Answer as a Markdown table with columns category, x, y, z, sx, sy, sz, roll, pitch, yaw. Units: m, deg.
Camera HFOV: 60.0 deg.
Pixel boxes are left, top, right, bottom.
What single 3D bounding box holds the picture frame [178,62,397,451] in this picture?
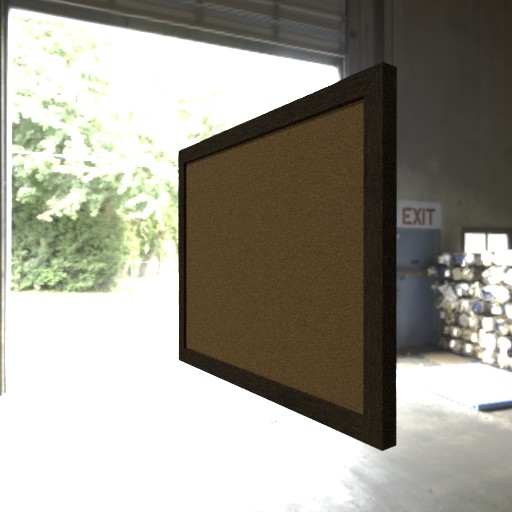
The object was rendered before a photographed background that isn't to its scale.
| category | x | y | z | sx | sy | sz | roll | pitch | yaw |
| --- | --- | --- | --- | --- | --- | --- | --- | --- | --- |
| picture frame | 0.000 | 0.000 | 0.747 | 0.026 | 0.455 | 0.546 | 0 | 0 | -35 |
